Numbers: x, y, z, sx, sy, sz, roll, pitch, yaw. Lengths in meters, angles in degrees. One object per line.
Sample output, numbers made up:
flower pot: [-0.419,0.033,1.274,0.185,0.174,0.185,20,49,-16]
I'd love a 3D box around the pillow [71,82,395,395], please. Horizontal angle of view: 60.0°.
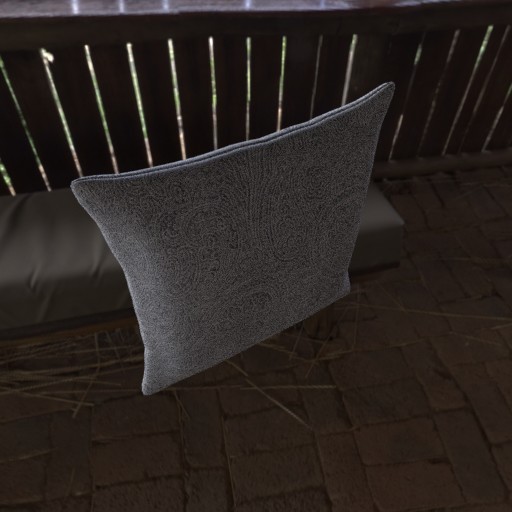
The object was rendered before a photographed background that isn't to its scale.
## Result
pillow: [0.000,0.000,0.792,0.523,0.510,0.166,-24,50,-21]
